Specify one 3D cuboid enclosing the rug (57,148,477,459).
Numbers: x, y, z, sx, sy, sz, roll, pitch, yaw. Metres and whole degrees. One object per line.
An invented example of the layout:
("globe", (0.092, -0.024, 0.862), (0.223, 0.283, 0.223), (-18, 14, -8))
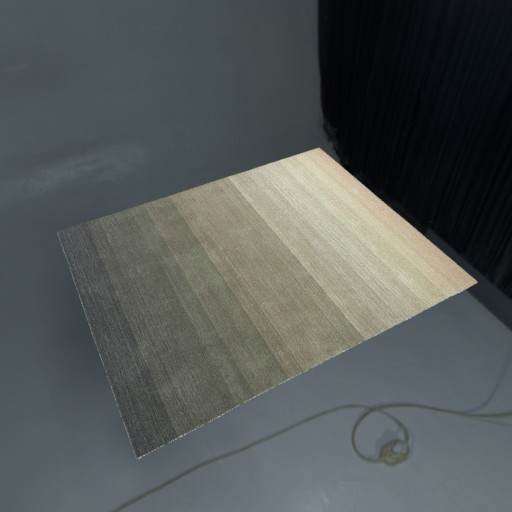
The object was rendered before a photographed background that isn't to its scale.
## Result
("rug", (0.000, 0.000, 3.883), (2.932, 0.015, 2.315), (-22, 50, -20))
